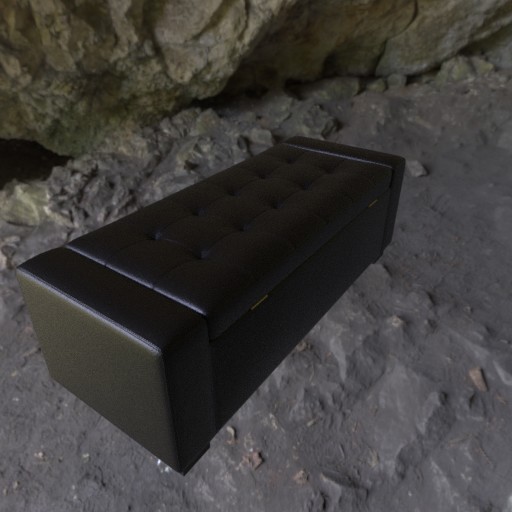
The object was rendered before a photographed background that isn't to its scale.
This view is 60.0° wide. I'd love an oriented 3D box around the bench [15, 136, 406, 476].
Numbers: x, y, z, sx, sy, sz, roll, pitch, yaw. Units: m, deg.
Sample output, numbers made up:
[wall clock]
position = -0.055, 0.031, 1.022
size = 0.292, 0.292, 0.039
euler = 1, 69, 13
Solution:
[bench]
position = 0.000, 0.000, 1.479
size = 0.508, 0.445, 1.296
euler = 21, 37, 30
